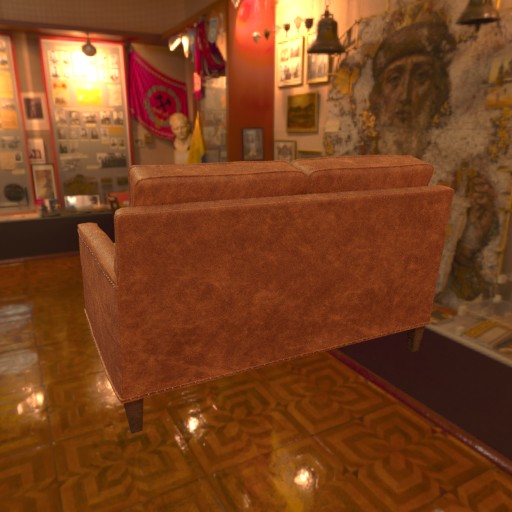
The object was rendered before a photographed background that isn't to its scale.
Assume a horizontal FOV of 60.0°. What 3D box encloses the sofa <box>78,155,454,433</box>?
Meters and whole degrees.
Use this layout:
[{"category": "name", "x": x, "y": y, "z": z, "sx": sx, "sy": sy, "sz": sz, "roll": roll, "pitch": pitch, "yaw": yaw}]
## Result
[{"category": "sofa", "x": 0.000, "y": 0.000, "z": 2.236, "sx": 1.597, "sy": 1.003, "sz": 1.084, "roll": -8, "pitch": 17, "yaw": -26}]
